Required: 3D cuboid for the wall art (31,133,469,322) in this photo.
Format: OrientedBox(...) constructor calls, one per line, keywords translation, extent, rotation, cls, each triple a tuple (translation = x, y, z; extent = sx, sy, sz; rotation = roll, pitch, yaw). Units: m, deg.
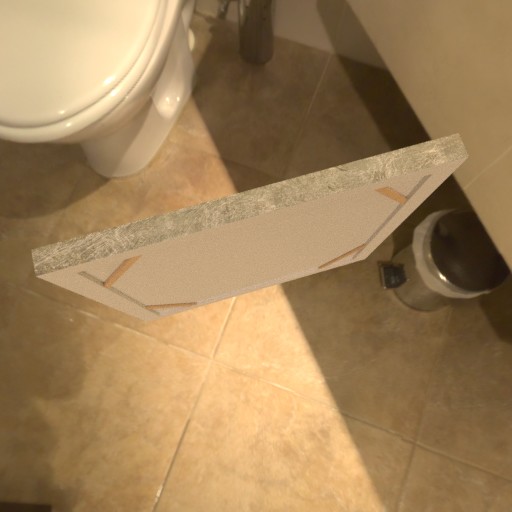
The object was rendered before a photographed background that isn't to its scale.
OrientedBox(translation=(0.000, 0.000, 0.899), extent=(0.610, 0.610, 0.038), rotation=(-16, 77, -4), cls="wall art")
